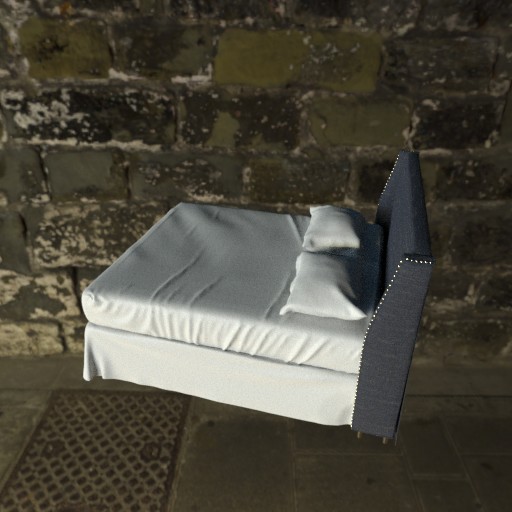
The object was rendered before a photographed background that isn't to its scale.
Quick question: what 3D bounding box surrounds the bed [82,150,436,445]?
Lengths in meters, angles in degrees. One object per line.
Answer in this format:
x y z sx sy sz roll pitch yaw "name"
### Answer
0.000 0.000 3.419 2.276 1.332 1.925 8 30 13 "bed"
